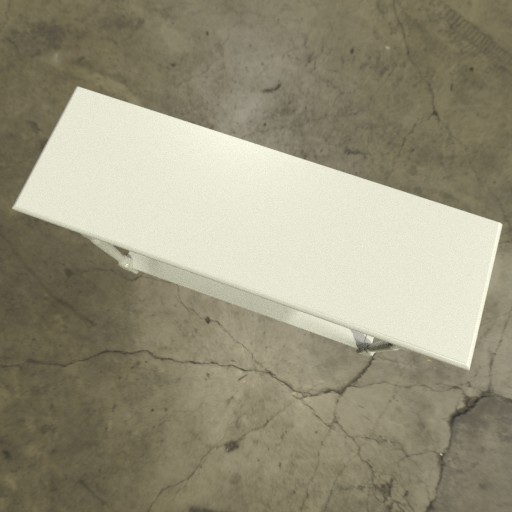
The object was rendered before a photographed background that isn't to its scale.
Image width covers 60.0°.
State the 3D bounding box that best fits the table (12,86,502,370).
[{"bbox_3d":[0.000,0.000,1.517,1.197,0.808,0.384,19,76,5],"label":"table"}]
